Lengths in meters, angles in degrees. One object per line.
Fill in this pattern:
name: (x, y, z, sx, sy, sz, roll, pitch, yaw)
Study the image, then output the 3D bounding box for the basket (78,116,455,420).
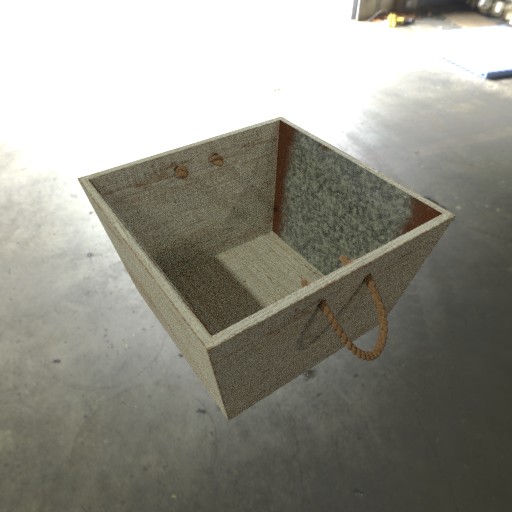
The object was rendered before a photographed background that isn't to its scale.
basket: (0.000, 0.000, 0.756, 0.413, 0.247, 0.545, -25, 47, -26)
